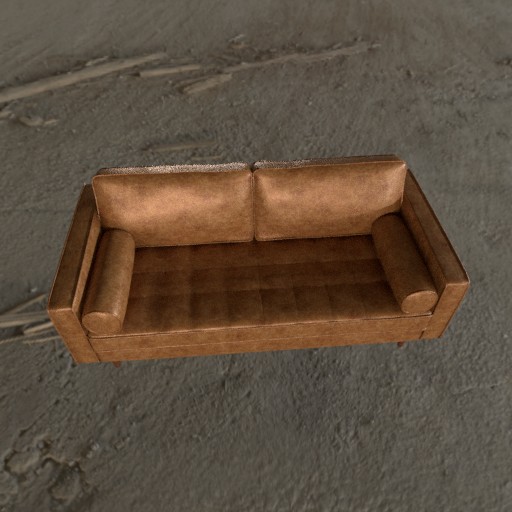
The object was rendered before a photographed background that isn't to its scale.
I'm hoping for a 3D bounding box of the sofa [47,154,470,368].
[{"bbox_3d":[0.000,0.000,2.408,1.920,0.825,0.924,-3,47,-3],"label":"sofa"}]
